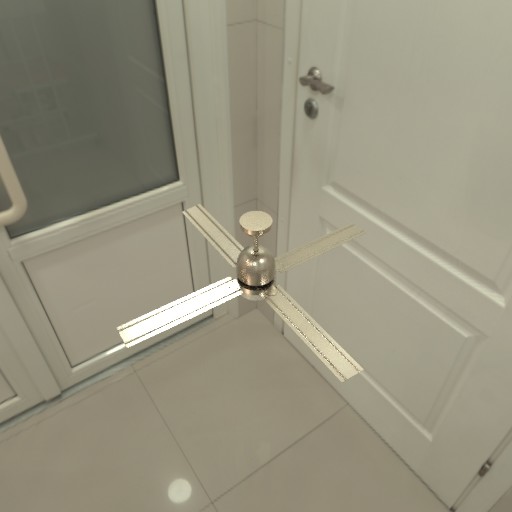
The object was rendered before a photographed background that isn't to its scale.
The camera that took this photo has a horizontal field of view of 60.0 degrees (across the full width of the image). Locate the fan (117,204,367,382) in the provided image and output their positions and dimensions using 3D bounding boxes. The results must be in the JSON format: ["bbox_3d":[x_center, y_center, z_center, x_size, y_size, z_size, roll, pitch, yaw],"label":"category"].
[{"bbox_3d":[0.000,0.000,2.041,1.346,0.406,1.346,-25,47,-26],"label":"fan"}]
